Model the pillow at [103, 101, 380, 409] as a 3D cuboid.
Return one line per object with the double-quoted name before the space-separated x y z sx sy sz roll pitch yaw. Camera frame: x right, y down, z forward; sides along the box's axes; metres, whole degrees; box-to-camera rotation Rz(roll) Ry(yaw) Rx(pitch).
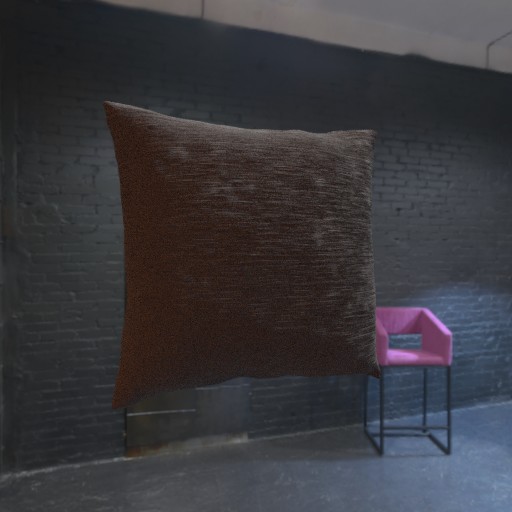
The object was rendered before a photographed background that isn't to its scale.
"pillow" 0.000 0.000 0.692 0.452 0.439 0.204 0 0 -18
